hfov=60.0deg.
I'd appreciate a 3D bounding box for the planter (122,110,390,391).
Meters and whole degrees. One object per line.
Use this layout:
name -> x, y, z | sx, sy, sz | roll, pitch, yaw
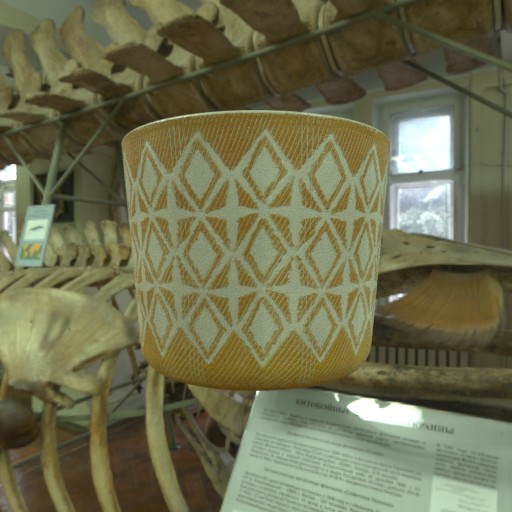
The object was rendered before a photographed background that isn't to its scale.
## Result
planter -> 0.000, 0.000, 0.219 | 0.126, 0.104, 0.126 | 0, 1, 0
